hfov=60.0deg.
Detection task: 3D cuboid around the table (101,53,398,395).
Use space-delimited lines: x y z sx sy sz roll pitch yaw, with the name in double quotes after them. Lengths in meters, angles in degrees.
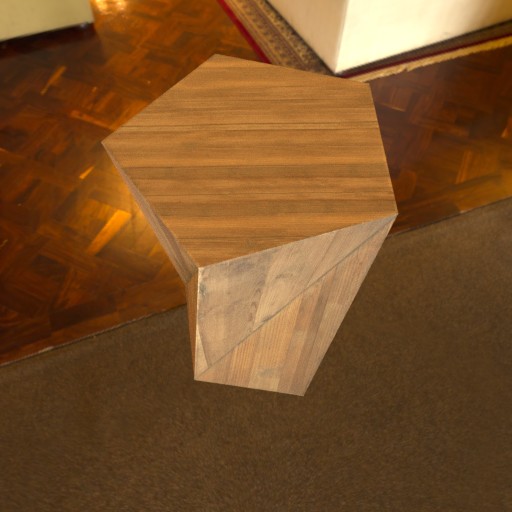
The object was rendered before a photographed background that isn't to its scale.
0.000 0.000 0.883 0.425 0.604 0.441 17 59 10 "table"
